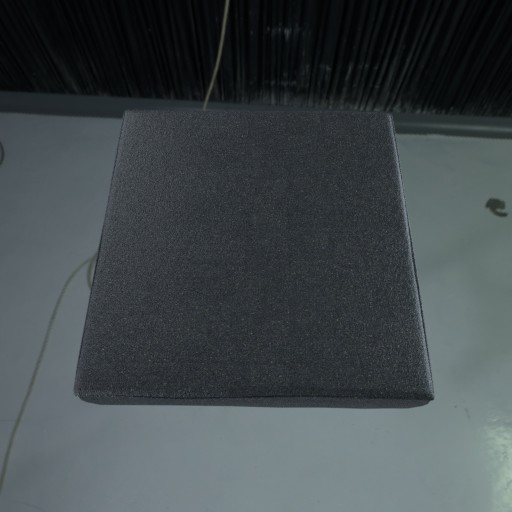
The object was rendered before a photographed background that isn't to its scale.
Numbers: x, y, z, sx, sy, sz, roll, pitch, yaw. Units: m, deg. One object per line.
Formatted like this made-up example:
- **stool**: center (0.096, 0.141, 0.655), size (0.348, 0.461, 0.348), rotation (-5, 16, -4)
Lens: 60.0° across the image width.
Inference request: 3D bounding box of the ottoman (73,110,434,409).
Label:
- **ottoman**: center (0.000, 0.000, 1.530), size (0.968, 0.382, 1.004), rotation (1, 64, 0)
